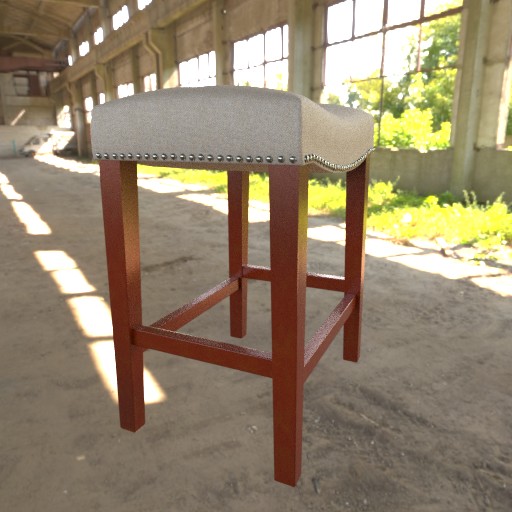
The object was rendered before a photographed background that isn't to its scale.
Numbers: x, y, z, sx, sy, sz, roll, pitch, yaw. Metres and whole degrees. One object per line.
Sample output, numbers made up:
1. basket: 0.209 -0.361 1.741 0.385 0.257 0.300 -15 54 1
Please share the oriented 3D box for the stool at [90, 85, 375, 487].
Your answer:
1. stool: 0.000 0.000 0.932 0.375 0.632 0.509 7 17 24
